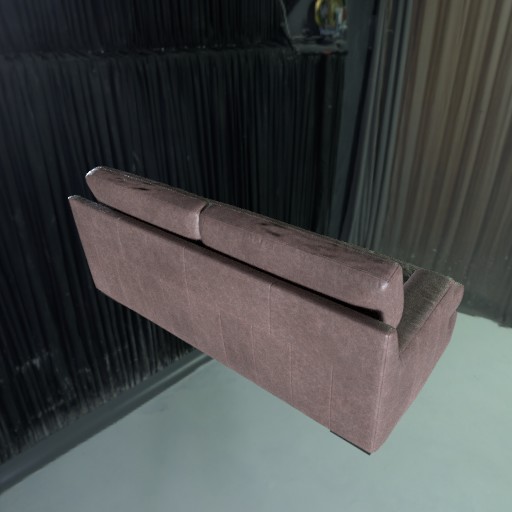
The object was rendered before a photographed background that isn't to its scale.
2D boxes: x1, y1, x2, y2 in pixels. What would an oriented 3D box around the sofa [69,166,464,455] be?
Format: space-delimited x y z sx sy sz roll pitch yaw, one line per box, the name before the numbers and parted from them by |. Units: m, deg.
sofa | 0.000 0.000 2.721 2.261 0.941 1.143 22 35 34
